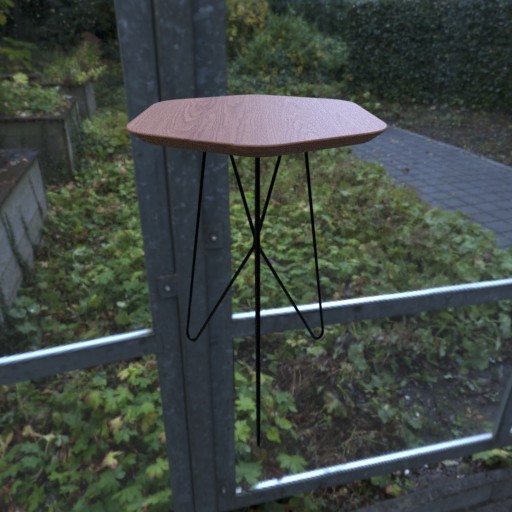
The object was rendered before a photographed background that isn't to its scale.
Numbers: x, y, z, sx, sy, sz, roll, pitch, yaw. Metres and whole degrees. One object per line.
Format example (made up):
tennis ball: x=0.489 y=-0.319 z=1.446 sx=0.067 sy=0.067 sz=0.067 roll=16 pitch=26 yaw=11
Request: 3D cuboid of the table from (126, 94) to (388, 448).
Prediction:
table: x=0.000 y=0.000 z=0.901 sx=0.400 sy=0.562 sz=0.500 roll=-1 pitch=27 yaw=-1
